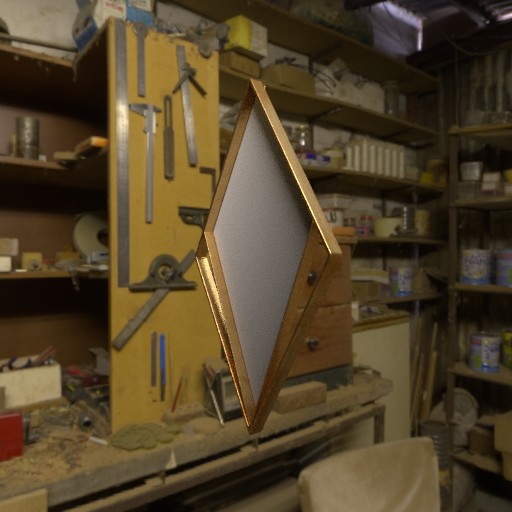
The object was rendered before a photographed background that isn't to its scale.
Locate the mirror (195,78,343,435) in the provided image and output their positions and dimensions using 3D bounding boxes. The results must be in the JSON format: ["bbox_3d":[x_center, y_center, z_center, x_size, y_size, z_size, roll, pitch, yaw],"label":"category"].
[{"bbox_3d":[0.000,0.000,0.852,0.032,0.679,0.419,0,-1,-37],"label":"mirror"}]
